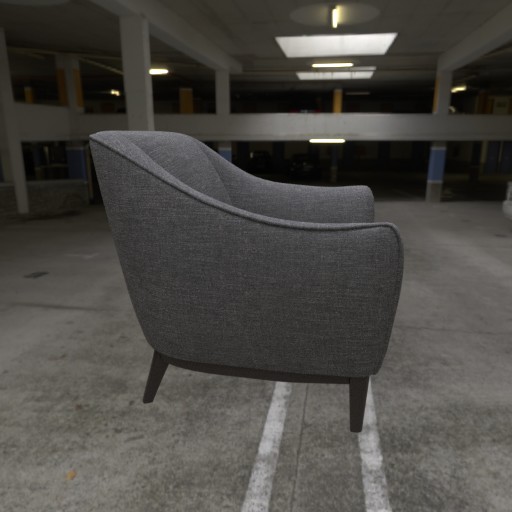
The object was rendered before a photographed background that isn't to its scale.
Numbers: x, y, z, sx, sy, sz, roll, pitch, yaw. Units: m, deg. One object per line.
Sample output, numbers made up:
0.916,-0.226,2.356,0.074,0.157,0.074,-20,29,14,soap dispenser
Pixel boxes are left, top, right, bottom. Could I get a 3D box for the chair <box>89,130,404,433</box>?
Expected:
0.000,0.000,1.527,0.851,0.829,0.870,2,15,9,chair
